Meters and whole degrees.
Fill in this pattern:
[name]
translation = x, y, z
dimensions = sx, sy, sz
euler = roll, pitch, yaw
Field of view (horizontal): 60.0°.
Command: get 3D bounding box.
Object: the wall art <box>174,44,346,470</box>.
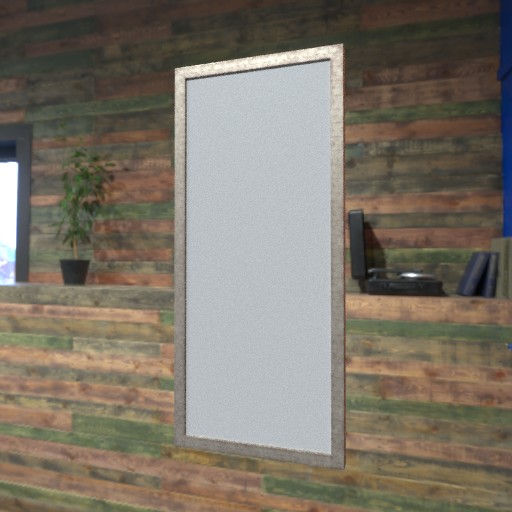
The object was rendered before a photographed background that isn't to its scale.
[wall art]
translation = 0.000, 0.000, 1.641
dimensions = 0.648, 1.461, 0.051
euler = 0, -1, 18
